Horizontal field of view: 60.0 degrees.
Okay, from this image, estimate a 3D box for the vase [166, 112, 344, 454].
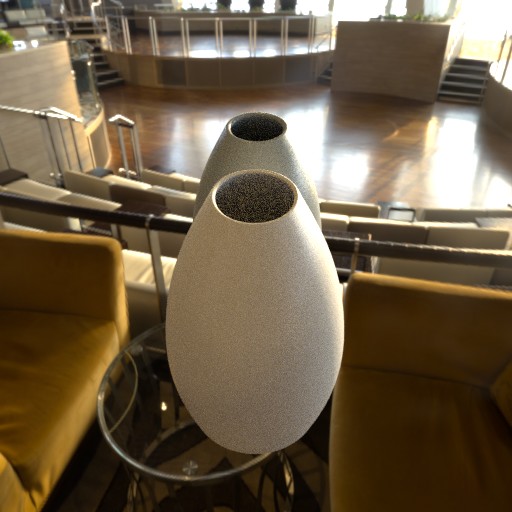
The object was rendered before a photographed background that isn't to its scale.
[{"bbox_3d":[0.000,0.000,0.259,0.089,0.131,0.187,0,33,1],"label":"vase"}]
